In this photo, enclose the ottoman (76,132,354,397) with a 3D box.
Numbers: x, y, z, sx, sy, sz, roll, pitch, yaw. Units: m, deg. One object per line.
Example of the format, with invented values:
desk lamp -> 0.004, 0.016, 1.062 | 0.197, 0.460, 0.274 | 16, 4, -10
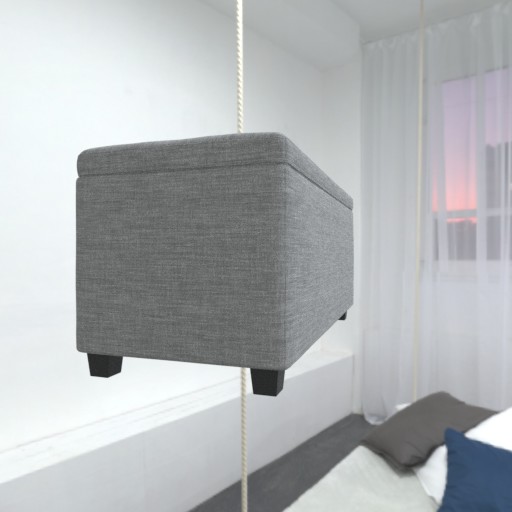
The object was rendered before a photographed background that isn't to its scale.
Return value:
ottoman -> 0.000, 0.000, 1.150 | 0.419, 0.432, 0.902 | 0, 1, 19
